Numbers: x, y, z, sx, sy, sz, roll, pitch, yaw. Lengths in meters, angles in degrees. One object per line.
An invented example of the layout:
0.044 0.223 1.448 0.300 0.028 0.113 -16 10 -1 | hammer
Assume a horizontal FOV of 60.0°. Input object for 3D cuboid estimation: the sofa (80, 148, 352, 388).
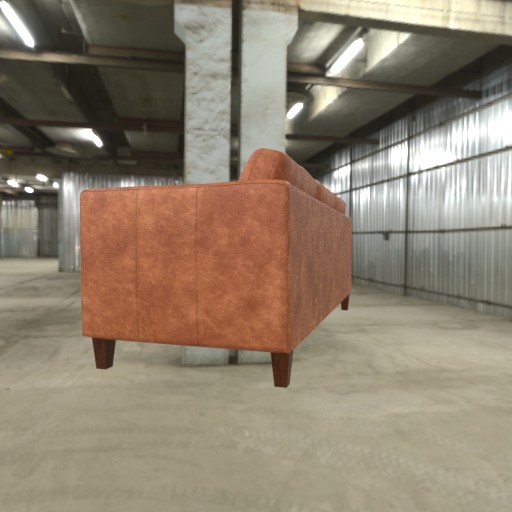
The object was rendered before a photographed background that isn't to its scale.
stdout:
0.000 0.000 3.018 1.045 1.006 2.464 0 1 18 | sofa
